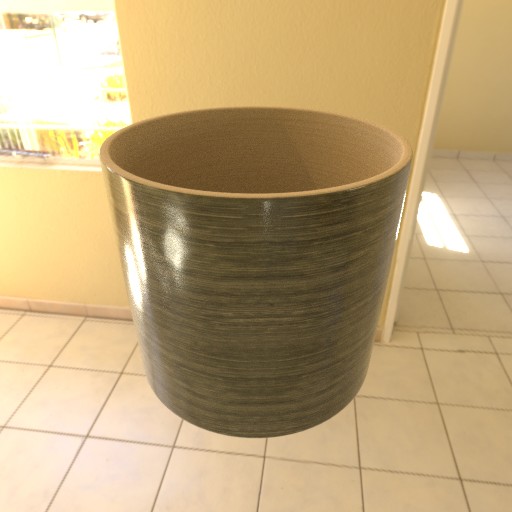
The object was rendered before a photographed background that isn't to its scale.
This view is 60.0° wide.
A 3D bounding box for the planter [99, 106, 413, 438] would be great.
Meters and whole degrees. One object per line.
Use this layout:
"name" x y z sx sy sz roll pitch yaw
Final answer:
"planter" 0.000 0.000 0.377 0.221 0.201 0.221 0 31 0
